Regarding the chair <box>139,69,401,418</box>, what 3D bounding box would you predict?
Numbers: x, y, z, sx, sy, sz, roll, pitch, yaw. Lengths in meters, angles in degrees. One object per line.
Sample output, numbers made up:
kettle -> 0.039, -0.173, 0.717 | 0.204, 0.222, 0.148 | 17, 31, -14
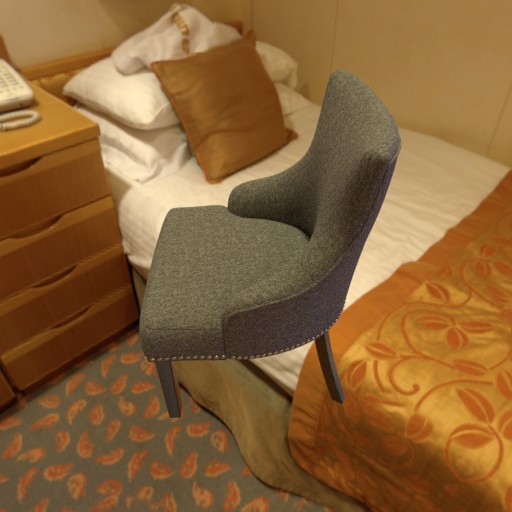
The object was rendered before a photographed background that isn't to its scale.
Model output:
chair -> 0.000, 0.000, 1.298 | 0.629, 0.909, 0.566 | -1, 40, -1
